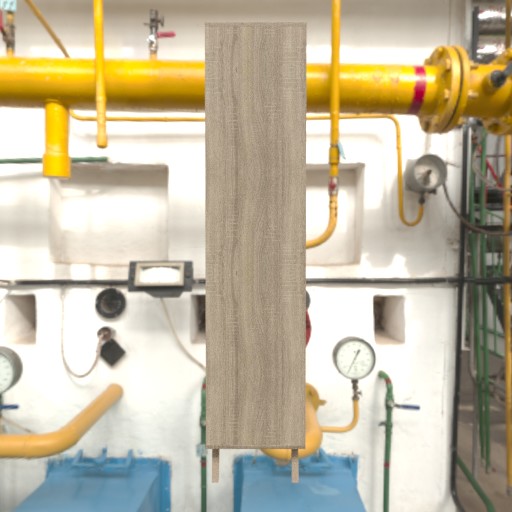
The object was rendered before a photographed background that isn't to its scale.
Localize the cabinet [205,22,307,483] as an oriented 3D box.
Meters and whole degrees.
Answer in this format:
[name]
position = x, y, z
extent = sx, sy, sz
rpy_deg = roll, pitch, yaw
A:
[cabinet]
position = 0.000, 0.000, 2.048
extent = 0.400, 1.850, 0.570
rpy_deg = 0, 1, 0
